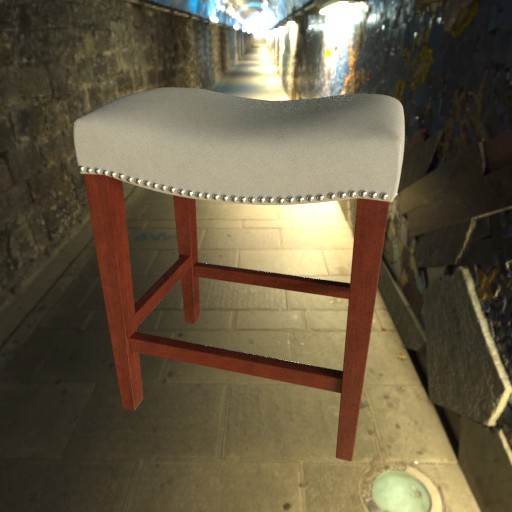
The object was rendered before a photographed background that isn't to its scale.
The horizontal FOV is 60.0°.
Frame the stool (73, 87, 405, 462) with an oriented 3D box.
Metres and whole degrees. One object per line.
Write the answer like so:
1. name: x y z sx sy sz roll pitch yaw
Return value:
1. stool: 0.000 0.000 0.914 0.509 0.632 0.375 7 28 14
